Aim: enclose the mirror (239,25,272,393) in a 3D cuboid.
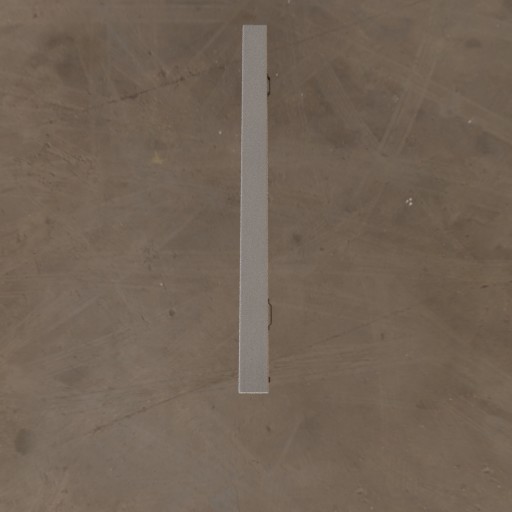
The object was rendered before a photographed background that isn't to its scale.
[{"bbox_3d":[0.000,0.000,0.920,0.039,0.710,0.507,0,76,0],"label":"mirror"}]
